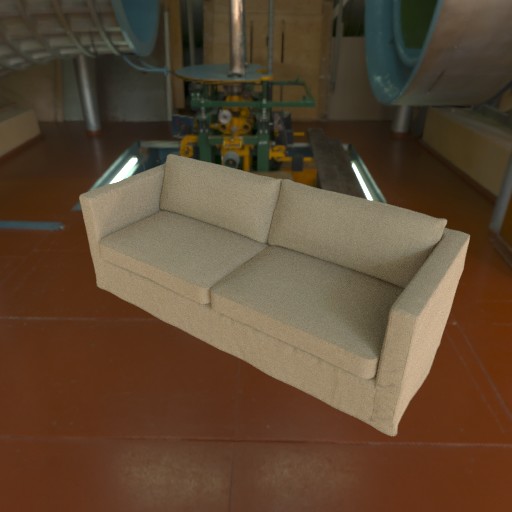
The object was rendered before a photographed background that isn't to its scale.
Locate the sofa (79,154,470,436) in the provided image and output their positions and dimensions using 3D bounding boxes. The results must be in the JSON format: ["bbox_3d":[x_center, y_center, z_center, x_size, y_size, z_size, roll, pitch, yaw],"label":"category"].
[{"bbox_3d":[0.000,0.000,2.823,2.296,0.847,0.956,20,36,30],"label":"sofa"}]
